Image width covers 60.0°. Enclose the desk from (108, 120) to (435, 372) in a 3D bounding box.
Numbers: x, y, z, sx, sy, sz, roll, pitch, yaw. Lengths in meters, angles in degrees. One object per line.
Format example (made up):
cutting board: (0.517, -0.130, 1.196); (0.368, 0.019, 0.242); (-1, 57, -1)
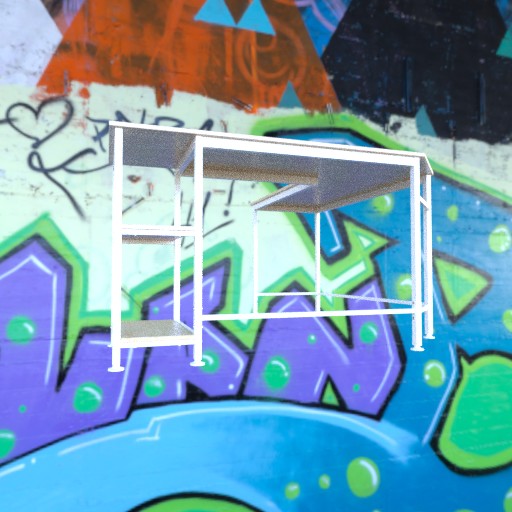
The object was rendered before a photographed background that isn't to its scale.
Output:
desk: (0.000, 0.000, 2.170); (1.379, 0.739, 1.379); (1, -2, -19)
